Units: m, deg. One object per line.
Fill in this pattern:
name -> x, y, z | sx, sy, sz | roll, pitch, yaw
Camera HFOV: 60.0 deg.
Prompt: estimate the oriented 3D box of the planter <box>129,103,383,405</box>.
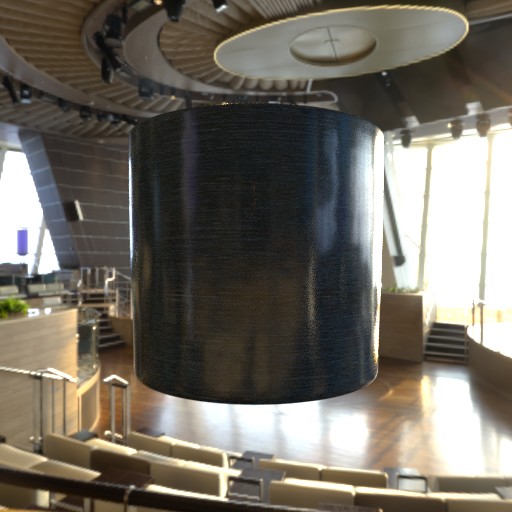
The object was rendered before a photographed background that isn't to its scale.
planter -> 0.000, 0.000, 0.401 | 0.221, 0.201, 0.221 | 0, 0, 0
